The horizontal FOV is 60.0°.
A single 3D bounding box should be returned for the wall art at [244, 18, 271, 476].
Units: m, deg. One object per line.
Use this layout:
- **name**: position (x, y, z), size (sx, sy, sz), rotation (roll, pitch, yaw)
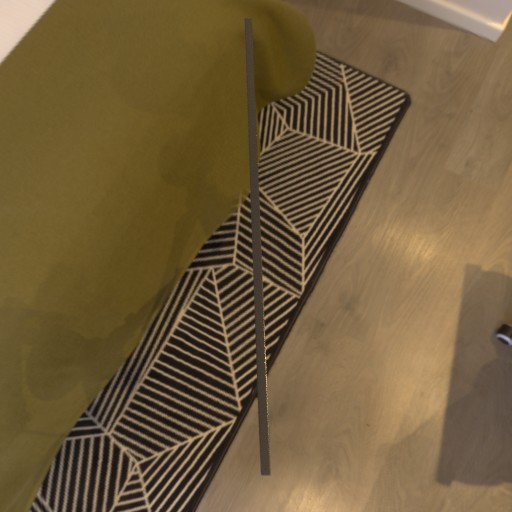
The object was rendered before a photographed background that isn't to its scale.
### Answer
- **wall art**: position (0.000, 0.000, 1.032), size (0.015, 0.552, 0.819), rotation (-2, 76, -1)
